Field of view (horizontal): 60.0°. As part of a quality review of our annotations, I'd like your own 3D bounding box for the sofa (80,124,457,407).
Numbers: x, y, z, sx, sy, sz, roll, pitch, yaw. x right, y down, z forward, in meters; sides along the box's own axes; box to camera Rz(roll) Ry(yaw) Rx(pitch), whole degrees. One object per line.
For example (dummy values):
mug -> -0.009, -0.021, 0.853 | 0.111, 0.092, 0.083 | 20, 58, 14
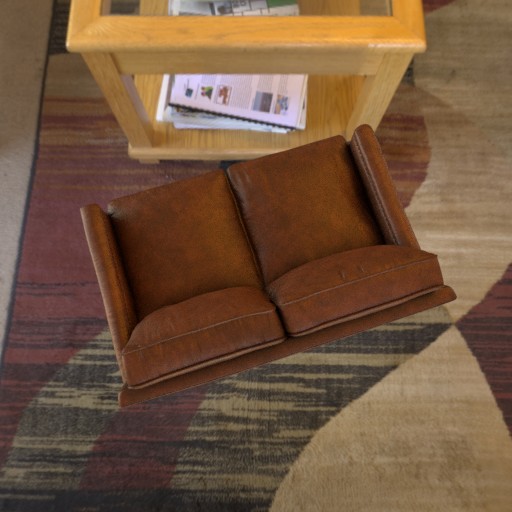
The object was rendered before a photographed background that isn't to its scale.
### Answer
sofa -> 0.000, 0.000, 2.321 | 1.628, 1.003, 1.083 | -17, 76, -4
